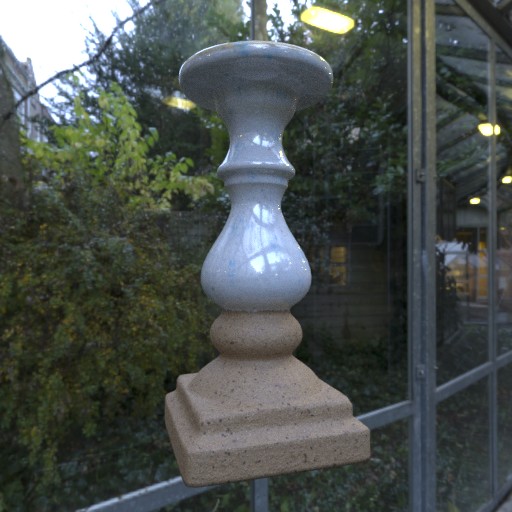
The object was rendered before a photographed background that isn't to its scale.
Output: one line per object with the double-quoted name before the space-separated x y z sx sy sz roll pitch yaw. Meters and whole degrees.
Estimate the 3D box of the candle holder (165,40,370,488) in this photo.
"candle holder" 0.000 0.000 0.294 0.110 0.239 0.110 0 -1 -18
